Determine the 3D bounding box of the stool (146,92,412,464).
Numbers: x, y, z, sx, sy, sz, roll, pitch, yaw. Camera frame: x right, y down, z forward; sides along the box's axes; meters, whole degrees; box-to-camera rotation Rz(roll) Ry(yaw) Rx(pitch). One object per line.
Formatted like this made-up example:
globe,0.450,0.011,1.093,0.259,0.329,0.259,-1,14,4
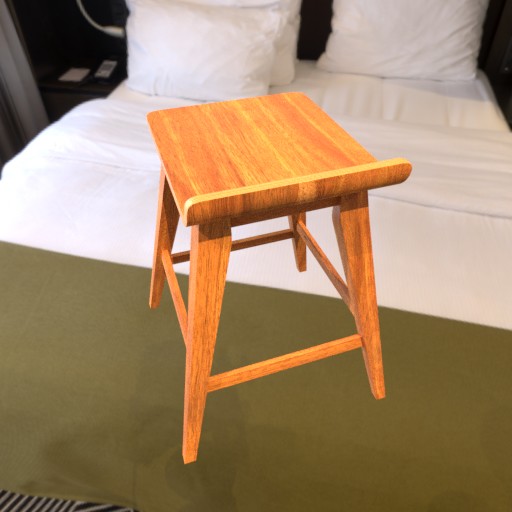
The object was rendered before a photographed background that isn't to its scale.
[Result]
stool,0.000,0.000,0.989,0.500,0.650,0.500,-13,43,-14
